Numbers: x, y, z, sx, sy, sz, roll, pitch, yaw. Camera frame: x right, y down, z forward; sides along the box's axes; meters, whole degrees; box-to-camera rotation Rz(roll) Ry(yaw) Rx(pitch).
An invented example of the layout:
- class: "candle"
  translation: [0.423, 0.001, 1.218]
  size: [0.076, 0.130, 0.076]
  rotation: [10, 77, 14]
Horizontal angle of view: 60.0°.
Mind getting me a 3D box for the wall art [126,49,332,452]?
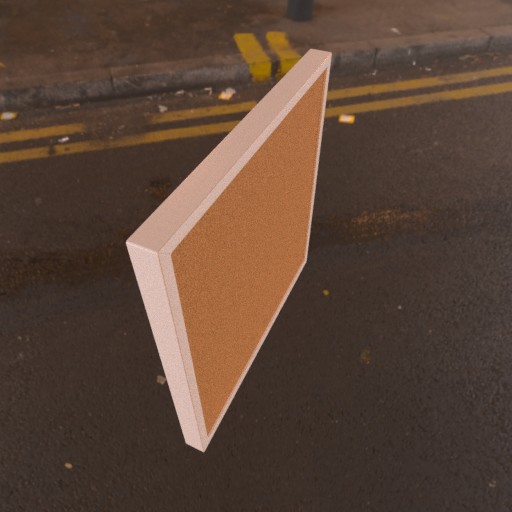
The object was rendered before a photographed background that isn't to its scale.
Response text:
- class: "wall art"
  translation: [0.000, 0.000, 0.761]
  size: [0.038, 0.508, 0.508]
  rotation: [19, 49, 17]
